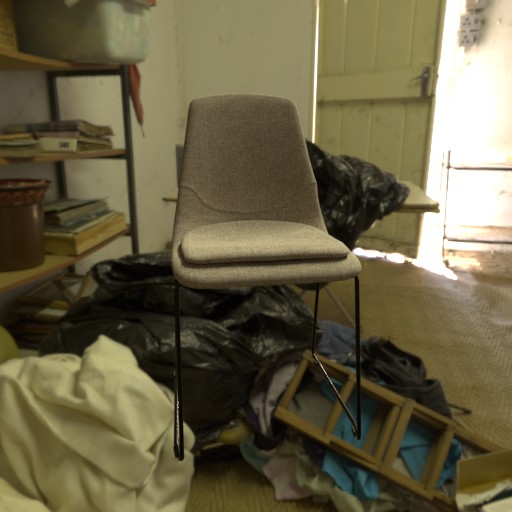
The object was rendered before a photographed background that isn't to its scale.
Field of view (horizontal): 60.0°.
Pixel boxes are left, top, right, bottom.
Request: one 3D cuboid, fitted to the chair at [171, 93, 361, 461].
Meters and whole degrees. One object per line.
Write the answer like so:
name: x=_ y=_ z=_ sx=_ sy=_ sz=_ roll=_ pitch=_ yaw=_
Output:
chair: x=0.000 y=0.000 z=1.190 sx=0.479 sy=0.858 sz=0.518 roll=-3 pitch=16 yaw=-9
